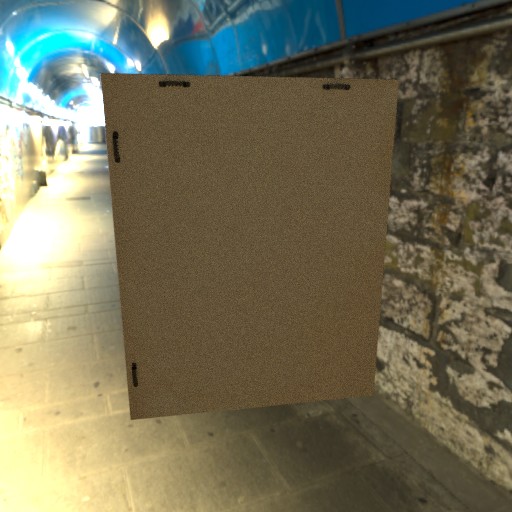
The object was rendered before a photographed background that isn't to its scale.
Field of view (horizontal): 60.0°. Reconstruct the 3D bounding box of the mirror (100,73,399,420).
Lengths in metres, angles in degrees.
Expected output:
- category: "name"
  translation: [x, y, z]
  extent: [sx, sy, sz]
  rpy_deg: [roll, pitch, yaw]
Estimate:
- category: "mirror"
  translation: [0.000, 0.000, 0.675]
  extent: [0.405, 0.508, 0.041]
  rpy_deg: [-3, 16, -9]
